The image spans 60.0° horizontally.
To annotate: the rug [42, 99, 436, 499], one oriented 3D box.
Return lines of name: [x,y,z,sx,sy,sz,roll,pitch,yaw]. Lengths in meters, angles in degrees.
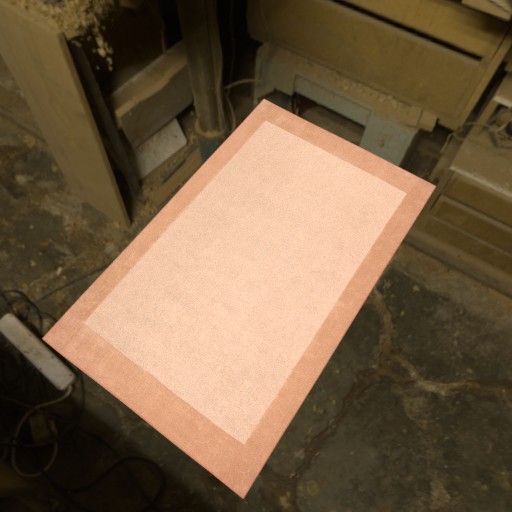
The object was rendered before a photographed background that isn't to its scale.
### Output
rug: [0.000,0.000,2.984,1.524,0.014,2.438,32,68,15]
